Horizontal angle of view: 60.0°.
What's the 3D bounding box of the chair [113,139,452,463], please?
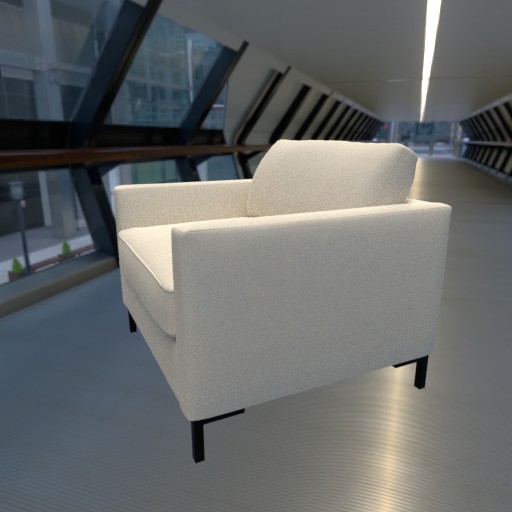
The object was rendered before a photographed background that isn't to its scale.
[{"bbox_3d":[0.000,0.000,1.604,0.875,0.806,0.964,-7,17,-25],"label":"chair"}]
